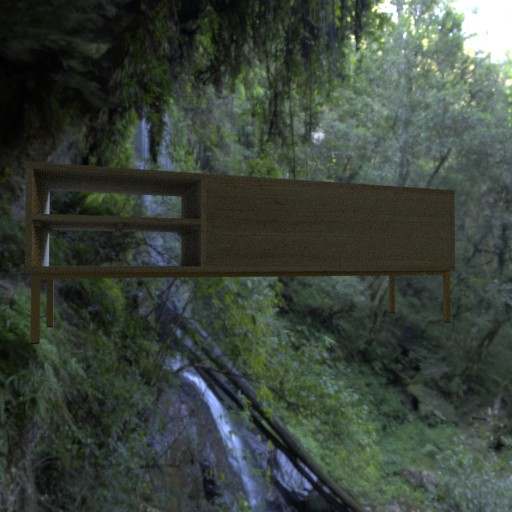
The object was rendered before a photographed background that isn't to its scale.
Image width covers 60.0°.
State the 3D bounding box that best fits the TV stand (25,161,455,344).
[{"bbox_3d":[0.000,0.000,1.780,1.600,0.550,0.420,0,-1,-19],"label":"TV stand"}]
